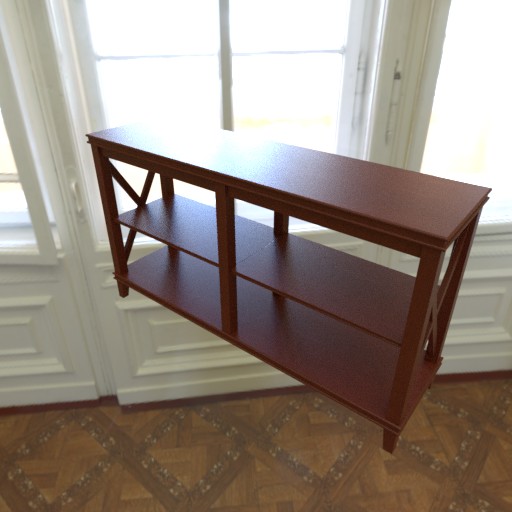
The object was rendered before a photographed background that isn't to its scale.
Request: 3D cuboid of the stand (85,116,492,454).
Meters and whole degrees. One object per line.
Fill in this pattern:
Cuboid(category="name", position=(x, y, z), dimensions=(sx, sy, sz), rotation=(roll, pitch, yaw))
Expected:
Cuboid(category="stand", position=(0.000, 0.000, 1.659), dimensions=(1.372, 0.762, 0.381), rotation=(22, 37, 32))
